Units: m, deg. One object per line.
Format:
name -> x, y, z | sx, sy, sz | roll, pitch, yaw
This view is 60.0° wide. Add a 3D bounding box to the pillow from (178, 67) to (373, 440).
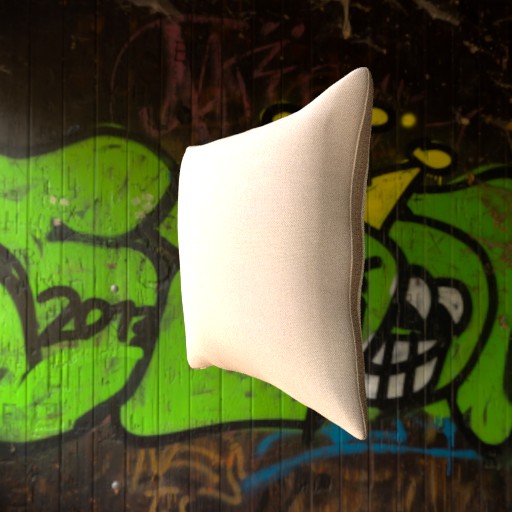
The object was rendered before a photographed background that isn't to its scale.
pillow -> 0.000, 0.000, 0.638 | 0.173, 0.401, 0.416 | 0, -1, -35
